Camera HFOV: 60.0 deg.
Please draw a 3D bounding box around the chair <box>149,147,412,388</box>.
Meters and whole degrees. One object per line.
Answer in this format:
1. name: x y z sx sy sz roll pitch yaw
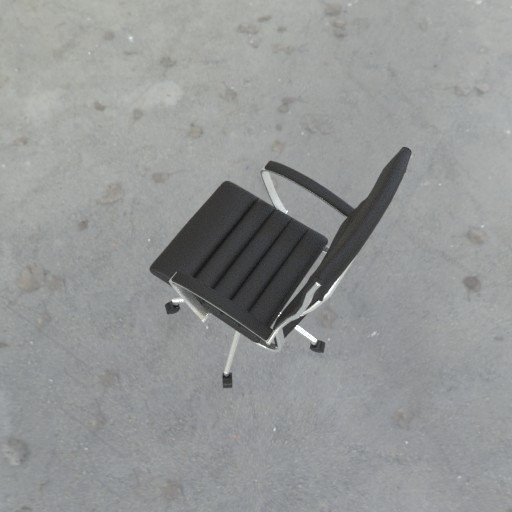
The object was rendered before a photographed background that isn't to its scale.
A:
1. chair: 0.000 0.000 1.601 0.739 1.149 0.766 31 67 15
